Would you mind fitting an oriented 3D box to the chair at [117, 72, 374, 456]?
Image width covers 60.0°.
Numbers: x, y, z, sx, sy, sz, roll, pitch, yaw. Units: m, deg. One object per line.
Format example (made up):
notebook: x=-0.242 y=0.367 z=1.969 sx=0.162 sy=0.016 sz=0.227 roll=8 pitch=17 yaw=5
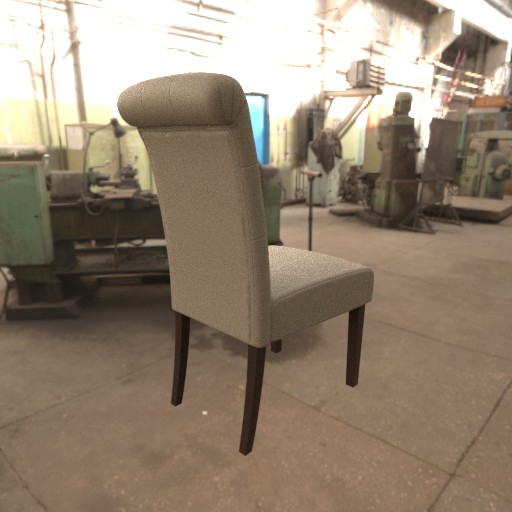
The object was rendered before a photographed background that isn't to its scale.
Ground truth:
chair: x=0.000 y=0.000 z=1.386 sx=0.456 sy=1.006 sz=0.671 roll=14 pitch=21 yaw=43
